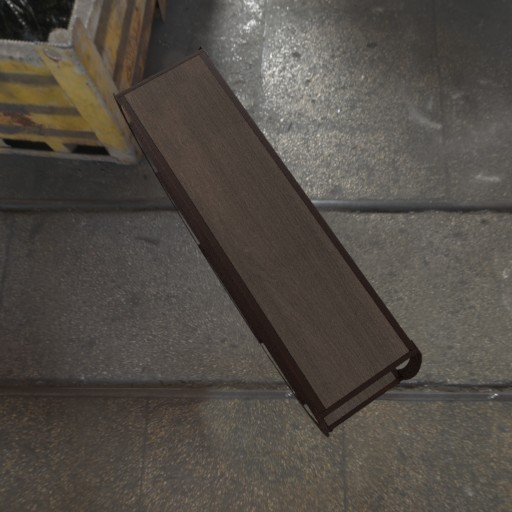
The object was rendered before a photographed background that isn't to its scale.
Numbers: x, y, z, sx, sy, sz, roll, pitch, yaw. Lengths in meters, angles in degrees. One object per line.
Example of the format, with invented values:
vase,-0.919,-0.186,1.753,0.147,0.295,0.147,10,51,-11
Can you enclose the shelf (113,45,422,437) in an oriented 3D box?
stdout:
shelf,0.000,0.000,1.872,0.344,1.063,1.403,-32,78,-8
